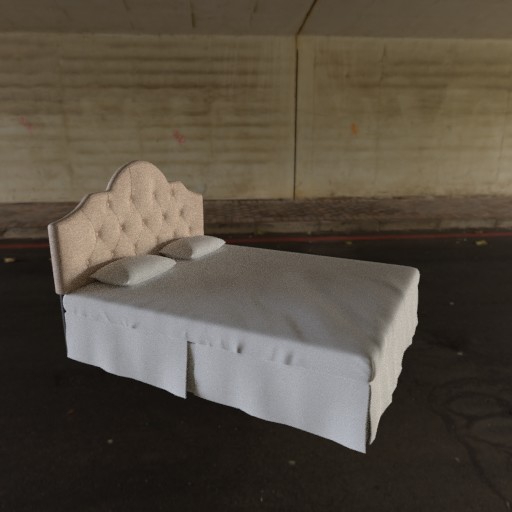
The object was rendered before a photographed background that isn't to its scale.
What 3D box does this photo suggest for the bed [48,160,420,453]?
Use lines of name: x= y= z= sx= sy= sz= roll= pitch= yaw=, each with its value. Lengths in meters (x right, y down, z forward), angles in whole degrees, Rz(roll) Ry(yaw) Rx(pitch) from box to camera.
bed: x=0.000 y=0.000 z=2.926 sx=1.970 sy=1.194 sz=1.667 roll=7 pitch=17 yaw=25
